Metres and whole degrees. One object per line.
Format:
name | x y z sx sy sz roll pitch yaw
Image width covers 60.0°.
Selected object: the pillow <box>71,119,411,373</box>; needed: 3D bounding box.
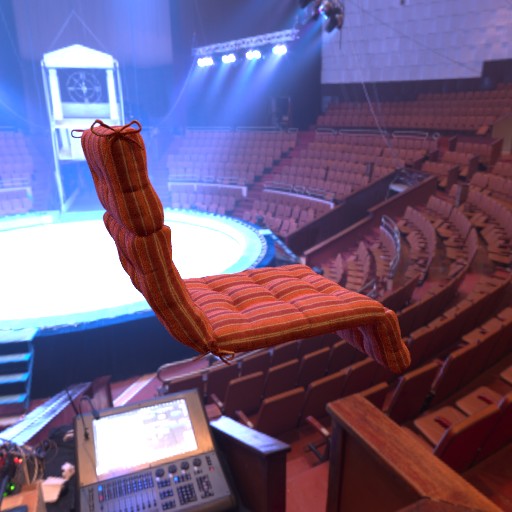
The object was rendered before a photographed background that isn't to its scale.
pillow | 0.000 0.000 1.462 1.016 0.863 0.526 -8 18 -25
